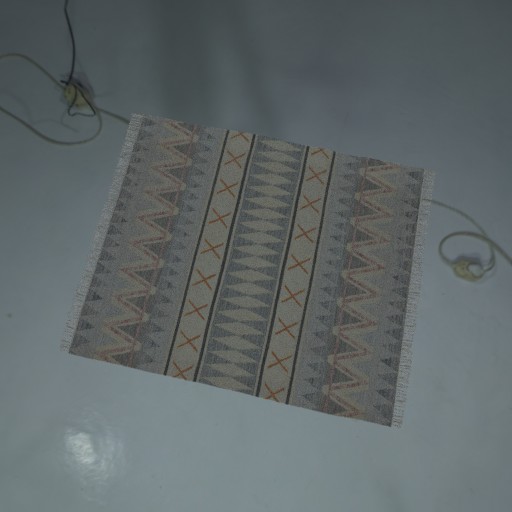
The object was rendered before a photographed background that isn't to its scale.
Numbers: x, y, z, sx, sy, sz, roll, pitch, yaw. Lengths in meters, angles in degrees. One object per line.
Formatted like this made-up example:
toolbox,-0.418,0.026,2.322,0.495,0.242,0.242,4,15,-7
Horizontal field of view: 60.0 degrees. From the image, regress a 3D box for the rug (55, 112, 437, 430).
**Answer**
rug,0.000,0.000,3.976,3.000,0.012,2.371,12,76,3
